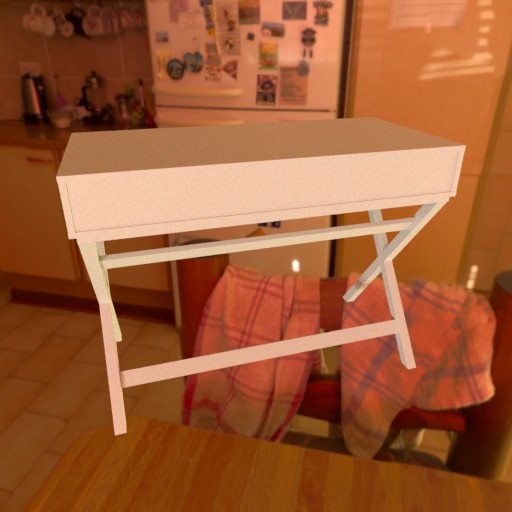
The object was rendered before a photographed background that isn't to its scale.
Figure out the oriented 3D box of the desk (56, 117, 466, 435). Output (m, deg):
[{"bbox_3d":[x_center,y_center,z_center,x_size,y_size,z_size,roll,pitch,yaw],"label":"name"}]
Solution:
[{"bbox_3d":[0.000,0.000,1.488,1.057,0.780,0.525,-8,27,-15],"label":"desk"}]
